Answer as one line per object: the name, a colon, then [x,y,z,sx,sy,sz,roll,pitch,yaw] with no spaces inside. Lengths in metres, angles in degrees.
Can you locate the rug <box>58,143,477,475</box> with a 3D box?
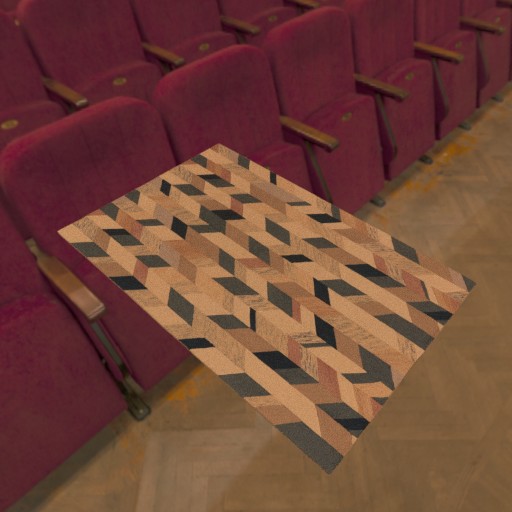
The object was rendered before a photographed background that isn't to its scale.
rug: [0.000,0.000,2.257,1.813,0.006,1.202,34,55,28]
